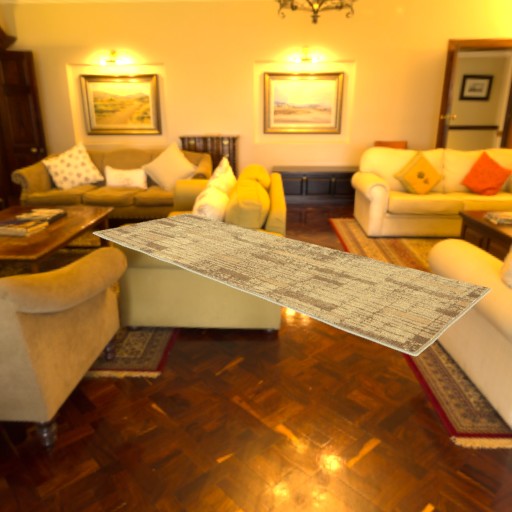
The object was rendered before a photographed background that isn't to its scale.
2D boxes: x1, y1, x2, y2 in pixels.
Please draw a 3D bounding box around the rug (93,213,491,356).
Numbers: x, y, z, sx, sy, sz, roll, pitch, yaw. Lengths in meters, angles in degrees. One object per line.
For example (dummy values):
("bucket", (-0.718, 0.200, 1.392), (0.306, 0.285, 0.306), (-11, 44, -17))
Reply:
("rug", (0.000, 0.000, 2.652), (2.383, 0.018, 0.857), (17, 25, 41))
